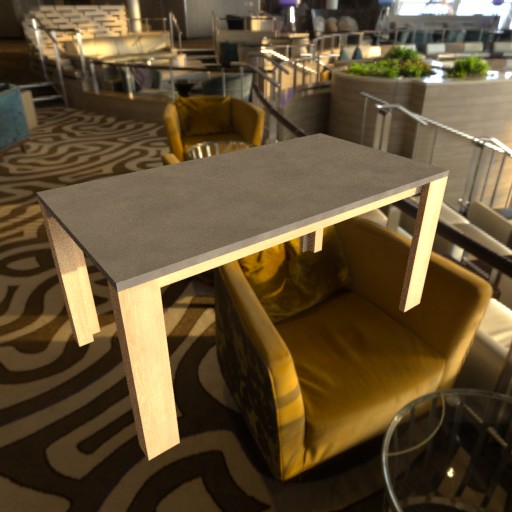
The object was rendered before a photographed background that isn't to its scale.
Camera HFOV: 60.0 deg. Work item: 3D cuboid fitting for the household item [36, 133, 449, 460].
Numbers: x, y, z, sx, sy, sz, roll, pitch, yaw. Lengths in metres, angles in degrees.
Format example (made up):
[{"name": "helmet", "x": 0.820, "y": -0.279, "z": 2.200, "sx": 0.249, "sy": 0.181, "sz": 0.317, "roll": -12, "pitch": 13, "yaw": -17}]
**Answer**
[{"name": "household item", "x": 0.000, "y": 0.000, "z": 2.114, "sx": 1.600, "sy": 0.755, "sz": 0.850, "roll": -20, "pitch": 35, "yaw": -32}]
